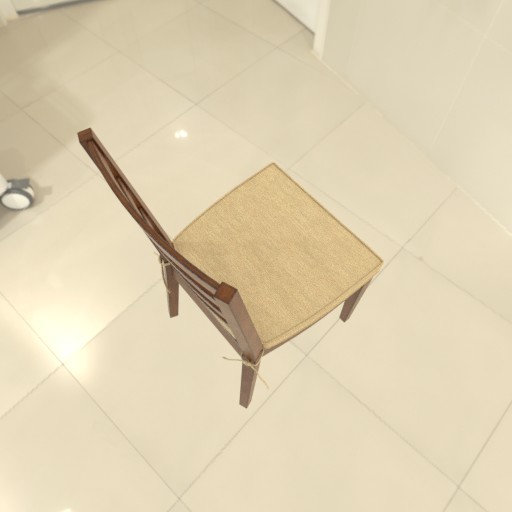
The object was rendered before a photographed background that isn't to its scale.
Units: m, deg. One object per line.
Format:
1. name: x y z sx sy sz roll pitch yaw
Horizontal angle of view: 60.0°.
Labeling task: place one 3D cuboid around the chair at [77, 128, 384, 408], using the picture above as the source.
1. chair: 0.000 0.000 1.328 0.595 0.979 0.593 -36 66 -19
